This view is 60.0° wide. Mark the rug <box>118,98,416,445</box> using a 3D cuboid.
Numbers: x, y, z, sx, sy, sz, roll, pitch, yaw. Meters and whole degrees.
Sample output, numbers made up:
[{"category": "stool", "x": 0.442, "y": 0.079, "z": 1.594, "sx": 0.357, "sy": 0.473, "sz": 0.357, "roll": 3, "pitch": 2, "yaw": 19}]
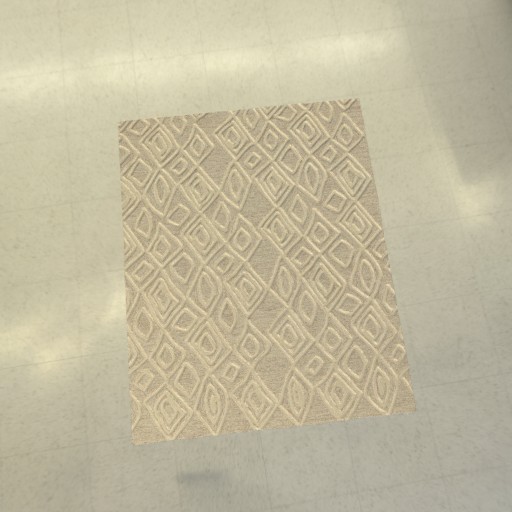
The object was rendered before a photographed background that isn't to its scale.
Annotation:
[{"category": "rug", "x": 0.000, "y": 0.000, "z": 4.119, "sx": 2.449, "sy": 0.025, "sz": 3.049, "roll": -6, "pitch": 77, "yaw": -1}]
